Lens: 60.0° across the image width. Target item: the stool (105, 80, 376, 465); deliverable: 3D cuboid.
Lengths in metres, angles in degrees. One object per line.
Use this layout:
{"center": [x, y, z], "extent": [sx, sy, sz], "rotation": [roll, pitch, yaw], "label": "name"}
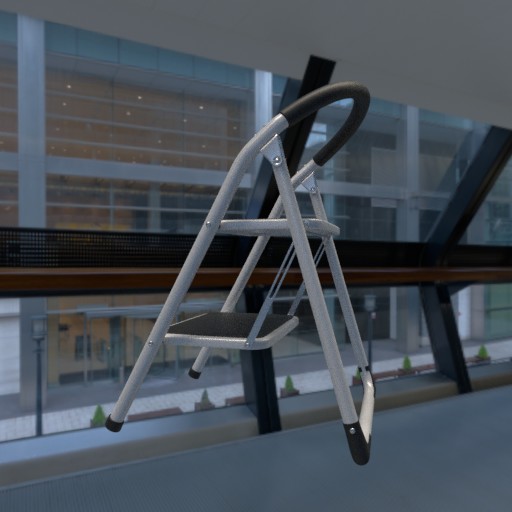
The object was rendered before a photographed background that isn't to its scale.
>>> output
{"center": [0.000, 0.000, 1.087], "extent": [0.559, 0.760, 0.453], "rotation": [0, 1, 17], "label": "stool"}
